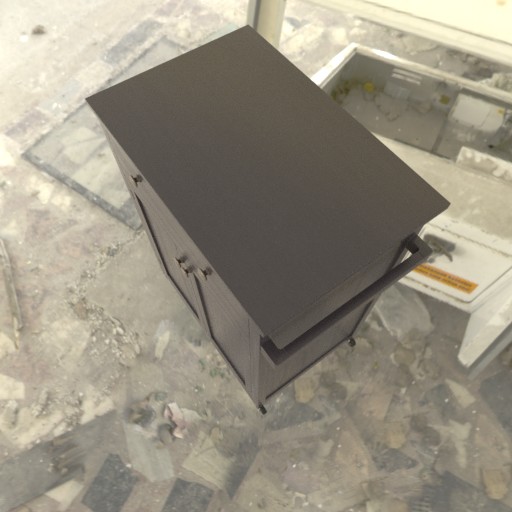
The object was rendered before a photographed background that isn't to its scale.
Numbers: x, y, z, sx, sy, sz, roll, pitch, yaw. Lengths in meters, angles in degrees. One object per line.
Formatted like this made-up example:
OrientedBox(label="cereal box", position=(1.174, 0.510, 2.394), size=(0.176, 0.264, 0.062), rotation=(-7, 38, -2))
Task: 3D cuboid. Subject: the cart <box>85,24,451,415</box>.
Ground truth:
OrientedBox(label="cart", position=(0.000, 0.000, 1.278), size=(0.449, 0.878, 0.690), rotation=(-32, 66, -16))
